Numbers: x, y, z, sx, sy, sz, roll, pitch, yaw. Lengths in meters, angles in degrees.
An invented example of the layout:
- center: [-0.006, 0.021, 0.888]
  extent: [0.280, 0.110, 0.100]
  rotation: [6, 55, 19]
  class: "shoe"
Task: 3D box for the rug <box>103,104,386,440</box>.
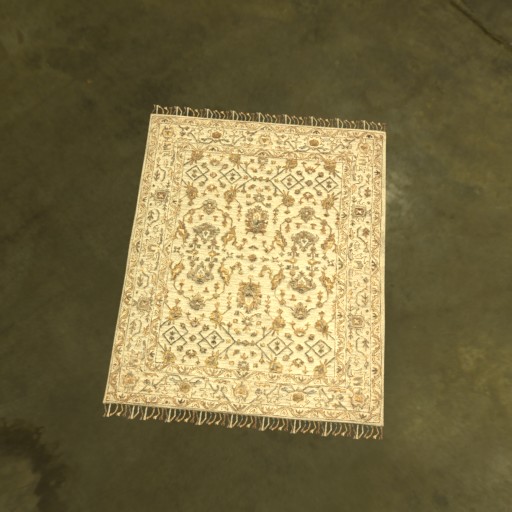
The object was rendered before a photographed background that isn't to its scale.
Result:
- center: [0.000, 0.000, 4.163]
  extent: [2.426, 0.034, 3.061]
  rotation: [5, 75, 1]
  class: "rug"
